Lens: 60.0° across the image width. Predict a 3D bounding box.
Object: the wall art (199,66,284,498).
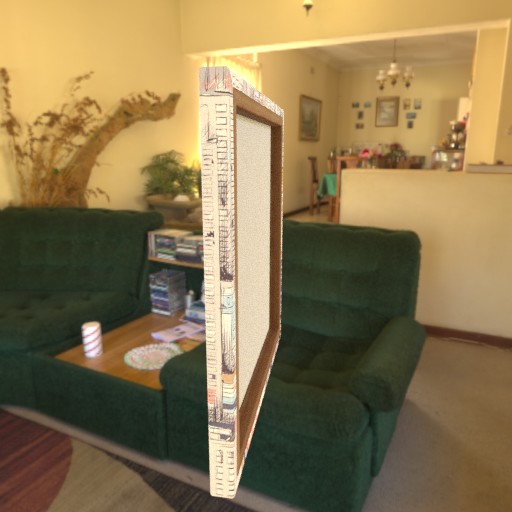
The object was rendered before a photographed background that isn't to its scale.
[{"bbox_3d":[0.000,0.000,0.888,0.038,0.608,0.607,2,14,9],"label":"wall art"}]
